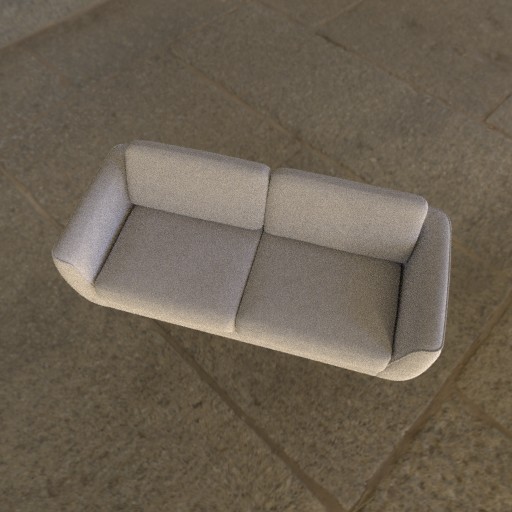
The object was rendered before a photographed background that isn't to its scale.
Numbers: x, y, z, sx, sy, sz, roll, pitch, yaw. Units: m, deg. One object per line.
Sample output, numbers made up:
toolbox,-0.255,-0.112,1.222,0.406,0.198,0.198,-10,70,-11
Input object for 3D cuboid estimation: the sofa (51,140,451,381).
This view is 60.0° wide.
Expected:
sofa,0.000,0.000,2.494,2.000,0.850,0.920,13,59,8
